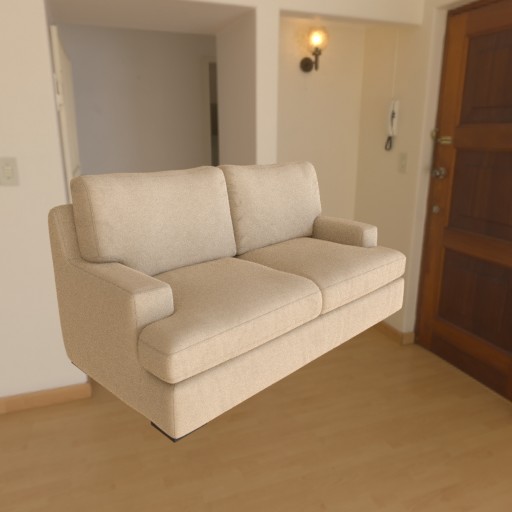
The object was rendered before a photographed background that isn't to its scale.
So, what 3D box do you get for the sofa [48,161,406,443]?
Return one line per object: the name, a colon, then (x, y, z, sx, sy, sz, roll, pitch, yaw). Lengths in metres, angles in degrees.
sofa: (0.000, 0.000, 2.479, 0.962, 0.967, 1.885, 14, 21, 42)
